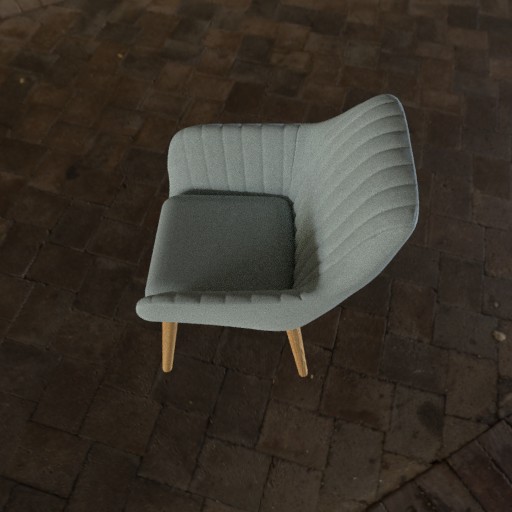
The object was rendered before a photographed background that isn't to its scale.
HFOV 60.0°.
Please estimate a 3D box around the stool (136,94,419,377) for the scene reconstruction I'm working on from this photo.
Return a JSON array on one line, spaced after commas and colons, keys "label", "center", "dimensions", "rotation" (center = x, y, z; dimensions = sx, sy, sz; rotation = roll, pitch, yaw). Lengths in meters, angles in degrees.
[{"label": "stool", "center": [0.000, 0.000, 1.182], "dimensions": [0.590, 0.830, 0.503], "rotation": [3, 59, 2]}]
